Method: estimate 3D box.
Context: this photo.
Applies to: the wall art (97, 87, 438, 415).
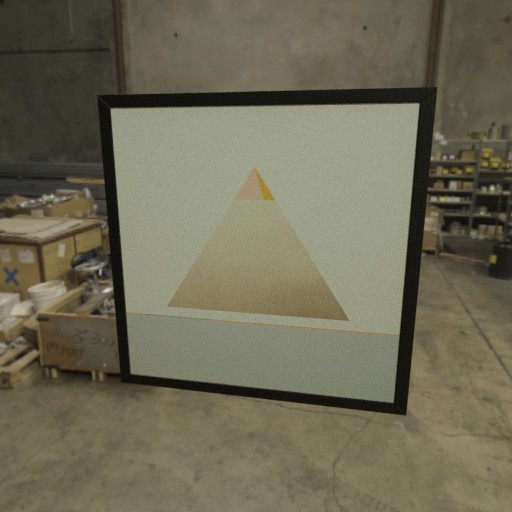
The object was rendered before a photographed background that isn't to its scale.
[{"bbox_3d":[0.000,0.000,1.099,0.769,0.766,0.042,3,15,11],"label":"wall art"}]
